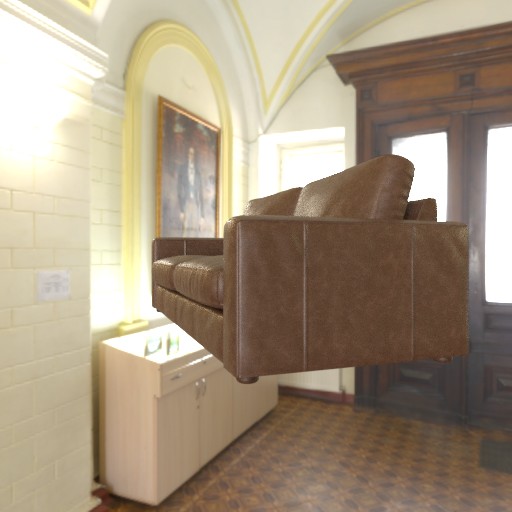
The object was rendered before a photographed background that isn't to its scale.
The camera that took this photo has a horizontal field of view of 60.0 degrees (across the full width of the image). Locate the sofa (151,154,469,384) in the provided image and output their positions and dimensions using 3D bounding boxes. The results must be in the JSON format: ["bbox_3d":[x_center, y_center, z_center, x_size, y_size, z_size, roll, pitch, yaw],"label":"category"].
[{"bbox_3d":[0.000,0.000,2.606,1.016,0.873,2.179,0,0,-20],"label":"sofa"}]
